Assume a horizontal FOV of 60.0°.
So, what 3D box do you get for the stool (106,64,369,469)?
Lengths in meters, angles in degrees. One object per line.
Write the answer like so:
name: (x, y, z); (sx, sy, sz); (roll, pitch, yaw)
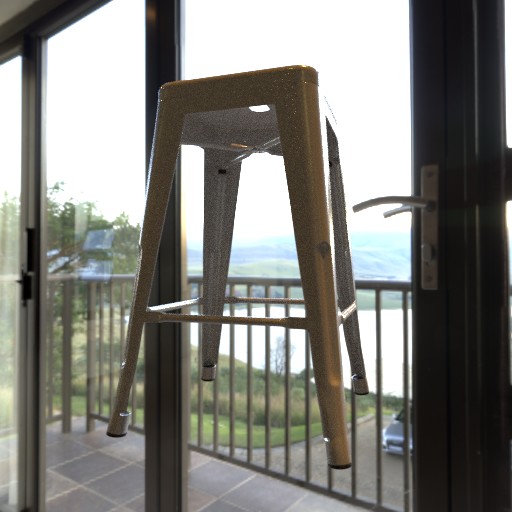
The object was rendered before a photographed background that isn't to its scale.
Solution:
stool: (0.000, 0.000, 0.871); (0.406, 0.610, 0.406); (0, -1, 18)
